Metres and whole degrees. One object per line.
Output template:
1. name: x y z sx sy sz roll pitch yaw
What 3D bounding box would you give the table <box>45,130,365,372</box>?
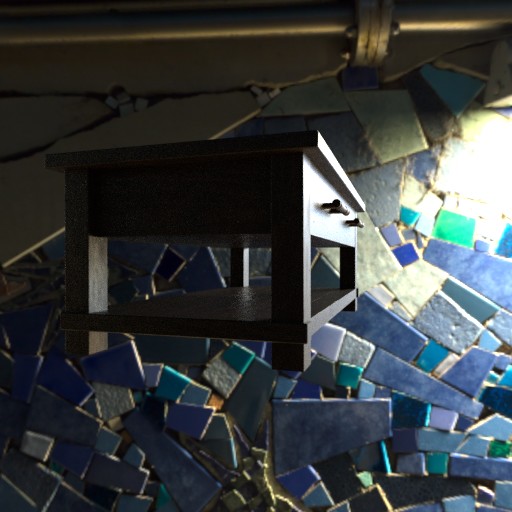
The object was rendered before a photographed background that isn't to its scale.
1. table: 0.000 0.000 1.588 0.700 0.494 1.270 0 -1 18
